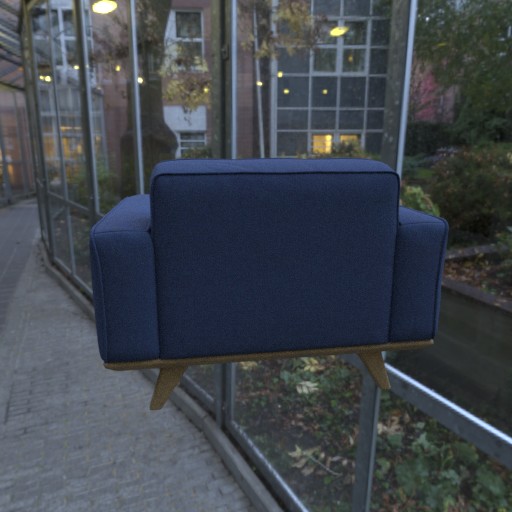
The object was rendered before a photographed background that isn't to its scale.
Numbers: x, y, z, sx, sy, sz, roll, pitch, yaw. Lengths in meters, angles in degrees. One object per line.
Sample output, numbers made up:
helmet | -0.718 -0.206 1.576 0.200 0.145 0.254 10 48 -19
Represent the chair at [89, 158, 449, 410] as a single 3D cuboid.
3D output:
chair | 0.000 0.000 1.775 1.118 0.783 0.953 -2 14 -9
